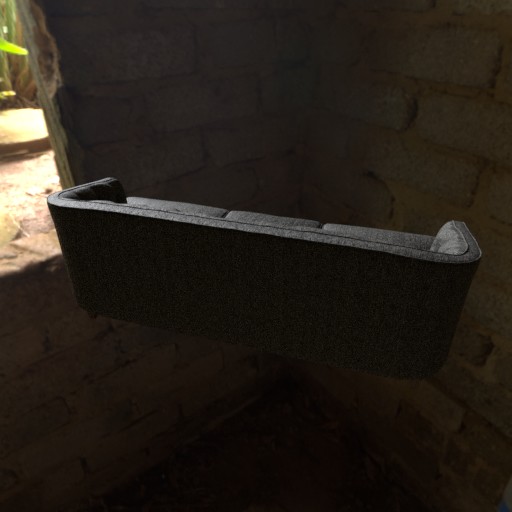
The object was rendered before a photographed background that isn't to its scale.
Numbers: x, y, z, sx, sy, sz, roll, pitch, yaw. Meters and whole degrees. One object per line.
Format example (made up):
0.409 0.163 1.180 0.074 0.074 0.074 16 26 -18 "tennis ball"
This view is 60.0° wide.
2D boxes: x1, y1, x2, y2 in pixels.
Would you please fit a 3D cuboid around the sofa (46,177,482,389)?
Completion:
0.000 0.000 2.644 2.278 0.855 0.941 9 33 14 "sofa"
